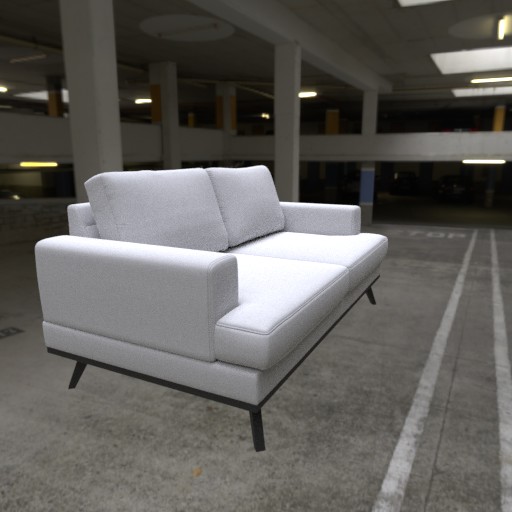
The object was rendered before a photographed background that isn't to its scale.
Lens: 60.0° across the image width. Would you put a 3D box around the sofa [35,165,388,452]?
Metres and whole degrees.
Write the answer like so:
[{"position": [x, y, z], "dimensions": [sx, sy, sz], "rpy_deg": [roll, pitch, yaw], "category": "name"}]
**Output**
[{"position": [0.000, 0.000, 2.089], "dimensions": [0.920, 0.810, 1.650], "rpy_deg": [6, 14, 26], "category": "sofa"}]
